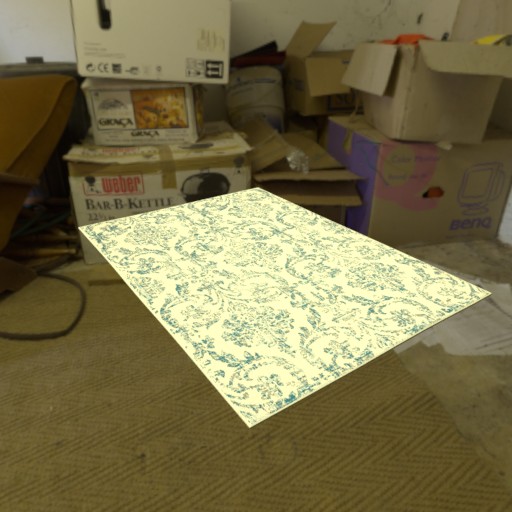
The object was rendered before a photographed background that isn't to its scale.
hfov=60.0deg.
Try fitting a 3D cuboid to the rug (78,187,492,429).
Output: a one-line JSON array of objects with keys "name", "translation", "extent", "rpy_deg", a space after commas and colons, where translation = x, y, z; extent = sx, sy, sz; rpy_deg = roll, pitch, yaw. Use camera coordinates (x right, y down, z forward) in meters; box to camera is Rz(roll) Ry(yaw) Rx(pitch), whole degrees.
[{"name": "rug", "translation": [0.000, 0.000, 2.792], "extent": [1.586, 0.014, 2.197], "rpy_deg": [-18, 32, -31]}]
